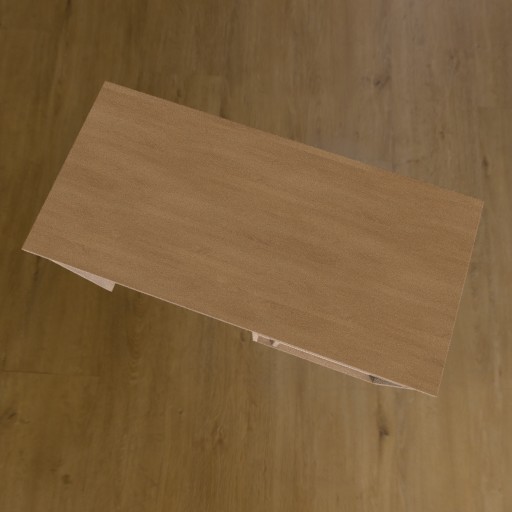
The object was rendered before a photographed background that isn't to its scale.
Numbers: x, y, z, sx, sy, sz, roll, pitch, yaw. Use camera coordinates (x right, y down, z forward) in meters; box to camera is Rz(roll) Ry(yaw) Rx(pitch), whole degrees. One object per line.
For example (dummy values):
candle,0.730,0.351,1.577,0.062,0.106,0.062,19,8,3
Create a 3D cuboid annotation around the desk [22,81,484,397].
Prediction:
desk,0.000,0.000,1.693,1.251,0.770,0.600,19,77,5
